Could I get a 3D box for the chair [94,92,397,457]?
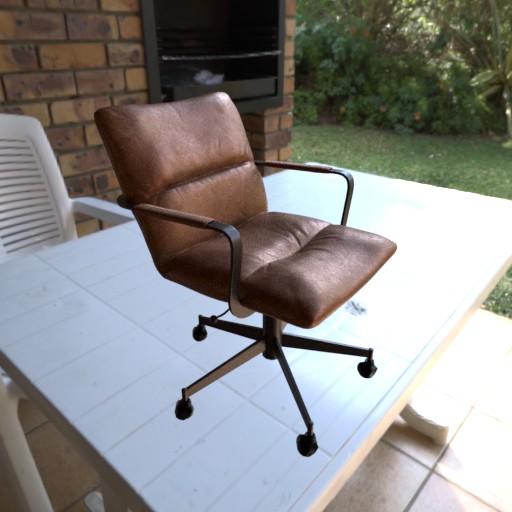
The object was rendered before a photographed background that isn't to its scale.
[{"bbox_3d":[0.000,0.000,1.433,0.754,0.922,0.727,18,32,32],"label":"chair"}]
